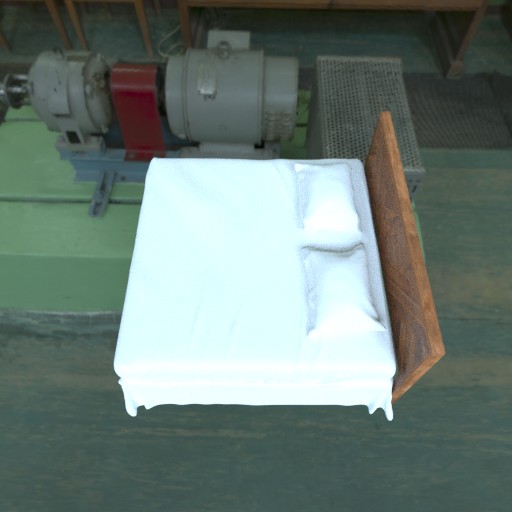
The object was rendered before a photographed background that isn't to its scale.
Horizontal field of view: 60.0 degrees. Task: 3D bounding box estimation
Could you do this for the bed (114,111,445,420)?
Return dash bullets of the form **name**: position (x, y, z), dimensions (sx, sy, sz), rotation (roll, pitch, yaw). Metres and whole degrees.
- **bed**: position (0.000, 0.000, 3.500), dimensions (2.165, 1.158, 2.255), rotation (0, 58, 0)
